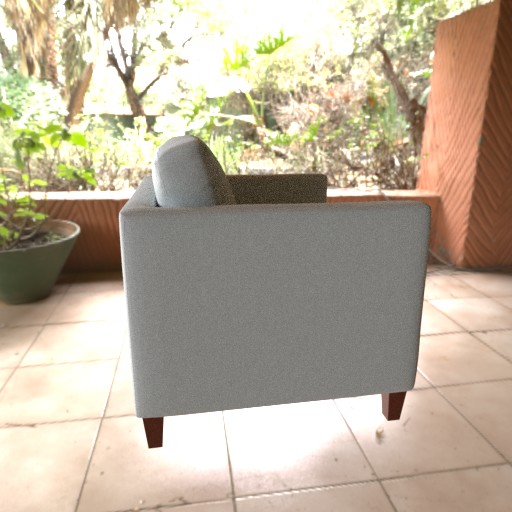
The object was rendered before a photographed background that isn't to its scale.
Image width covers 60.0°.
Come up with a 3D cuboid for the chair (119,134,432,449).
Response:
[{"bbox_3d":[0.000,0.000,1.822,0.953,0.961,1.107,-3,16,-10],"label":"chair"}]
